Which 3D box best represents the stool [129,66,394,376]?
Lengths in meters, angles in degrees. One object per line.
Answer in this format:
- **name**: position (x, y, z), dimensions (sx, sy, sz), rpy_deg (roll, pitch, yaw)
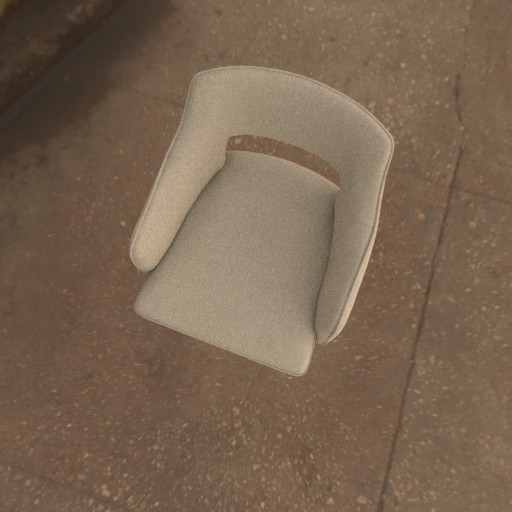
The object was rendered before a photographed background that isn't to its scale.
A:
- **stool**: position (0.000, 0.000, 1.279), dimensions (0.550, 0.936, 0.560), rpy_deg (20, 76, 5)
